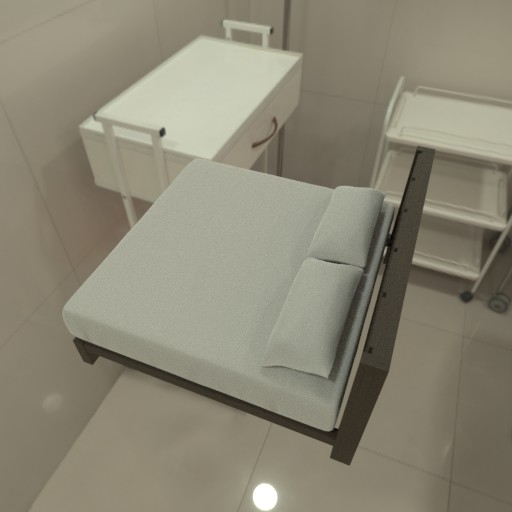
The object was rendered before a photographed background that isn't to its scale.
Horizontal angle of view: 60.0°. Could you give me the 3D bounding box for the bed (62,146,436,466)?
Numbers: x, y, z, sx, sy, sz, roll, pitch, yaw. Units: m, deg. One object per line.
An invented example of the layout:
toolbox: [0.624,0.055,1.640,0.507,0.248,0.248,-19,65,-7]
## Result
bed: [0.000,0.000,3.583,2.238,1.261,2.143,16,48,15]
